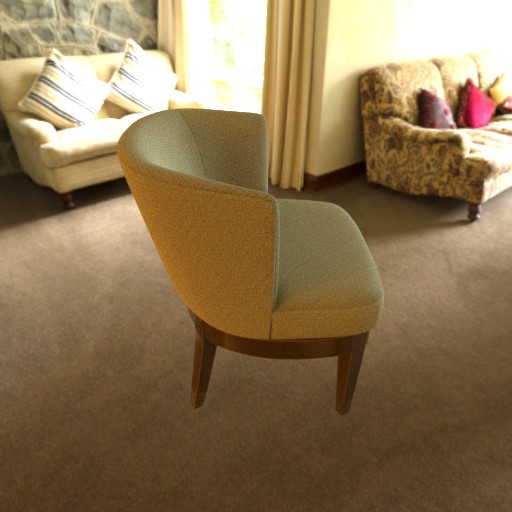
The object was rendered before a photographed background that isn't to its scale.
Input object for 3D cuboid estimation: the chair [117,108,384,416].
[{"bbox_3d":[0.000,0.000,1.309,0.660,0.760,0.700,0,30,-1],"label":"chair"}]
